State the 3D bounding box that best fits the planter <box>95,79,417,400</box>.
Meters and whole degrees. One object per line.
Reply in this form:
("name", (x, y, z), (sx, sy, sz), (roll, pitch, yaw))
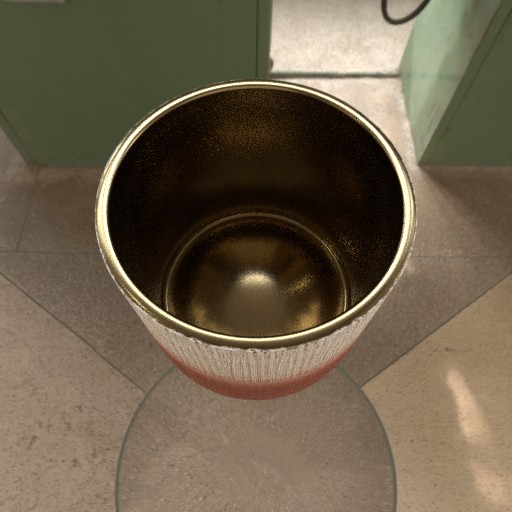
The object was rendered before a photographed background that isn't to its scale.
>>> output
("planter", (0.000, 0.000, 0.312), (0.178, 0.157, 0.178), (0, 64, 0))
